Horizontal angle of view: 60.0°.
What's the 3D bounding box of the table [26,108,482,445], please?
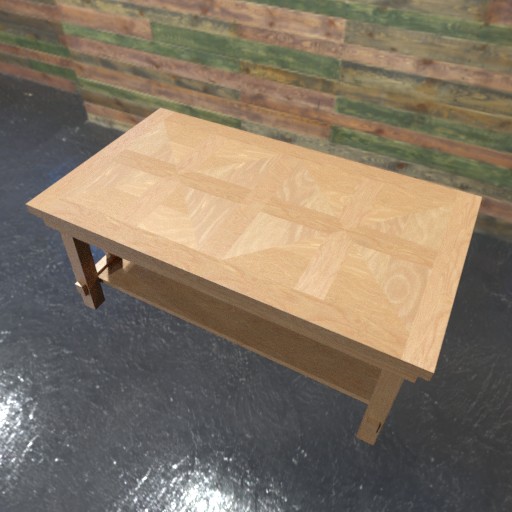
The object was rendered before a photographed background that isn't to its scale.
[{"bbox_3d":[0.000,0.000,1.592,1.270,0.507,0.711,21,49,19],"label":"table"}]
